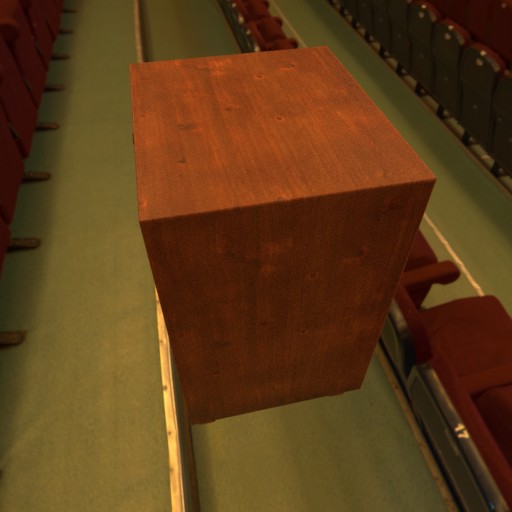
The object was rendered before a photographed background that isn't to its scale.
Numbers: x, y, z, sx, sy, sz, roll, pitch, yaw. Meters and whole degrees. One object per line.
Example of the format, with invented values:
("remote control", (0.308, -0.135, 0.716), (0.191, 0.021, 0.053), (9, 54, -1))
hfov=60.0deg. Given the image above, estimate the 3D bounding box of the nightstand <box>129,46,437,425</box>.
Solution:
("nightstand", (0.000, 0.000, 0.984), (0.410, 0.695, 0.465), (-9, 47, -9))
